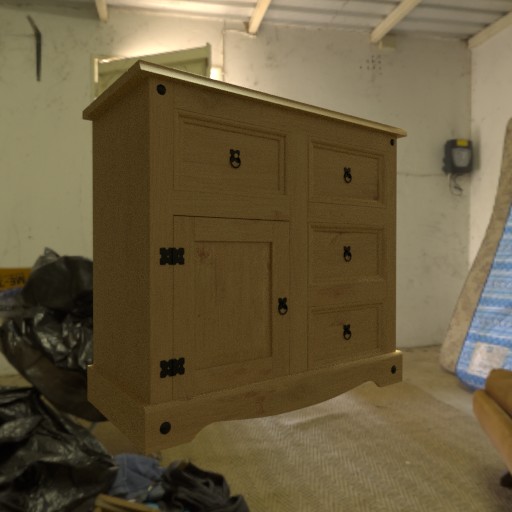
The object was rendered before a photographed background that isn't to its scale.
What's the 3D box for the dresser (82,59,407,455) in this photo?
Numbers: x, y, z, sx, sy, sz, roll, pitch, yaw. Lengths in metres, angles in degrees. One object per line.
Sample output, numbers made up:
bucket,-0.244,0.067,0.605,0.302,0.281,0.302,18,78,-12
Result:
dresser,0.000,0.000,1.372,0.915,0.835,0.440,-1,1,-36
